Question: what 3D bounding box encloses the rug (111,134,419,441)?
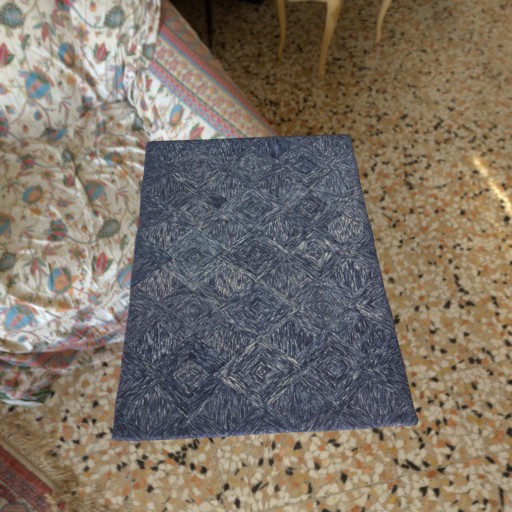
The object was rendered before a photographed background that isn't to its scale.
[{"bbox_3d":[0.000,0.000,4.274,2.385,0.024,3.245,-3,58,-2],"label":"rug"}]
